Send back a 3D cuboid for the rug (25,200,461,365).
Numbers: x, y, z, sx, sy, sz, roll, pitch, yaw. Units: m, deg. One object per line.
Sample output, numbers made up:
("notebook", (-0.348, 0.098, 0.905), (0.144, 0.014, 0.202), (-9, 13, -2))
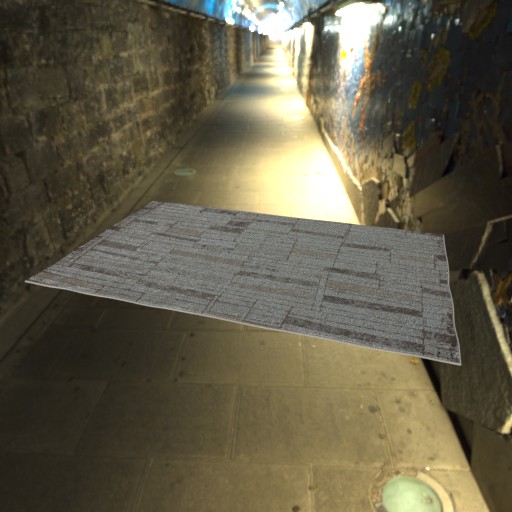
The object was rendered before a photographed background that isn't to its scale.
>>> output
("rug", (0.000, 0.000, 2.981), (2.444, 0.023, 1.531), (8, 28, 16))
